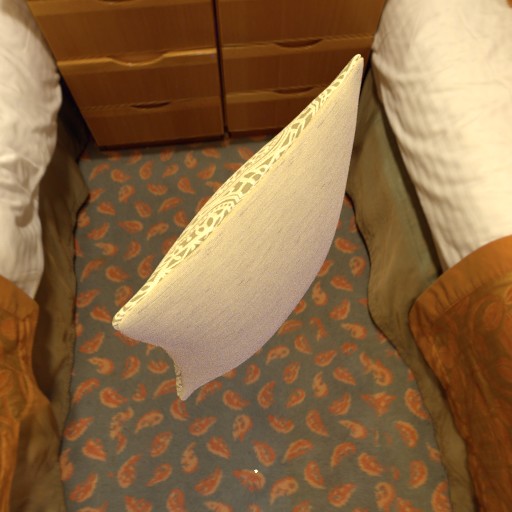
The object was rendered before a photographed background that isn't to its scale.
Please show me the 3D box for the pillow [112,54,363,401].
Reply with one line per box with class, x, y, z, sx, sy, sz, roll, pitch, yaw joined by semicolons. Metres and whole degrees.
pillow;0.000;0.000;0.658;0.167;0.421;0.438;34;69;15
